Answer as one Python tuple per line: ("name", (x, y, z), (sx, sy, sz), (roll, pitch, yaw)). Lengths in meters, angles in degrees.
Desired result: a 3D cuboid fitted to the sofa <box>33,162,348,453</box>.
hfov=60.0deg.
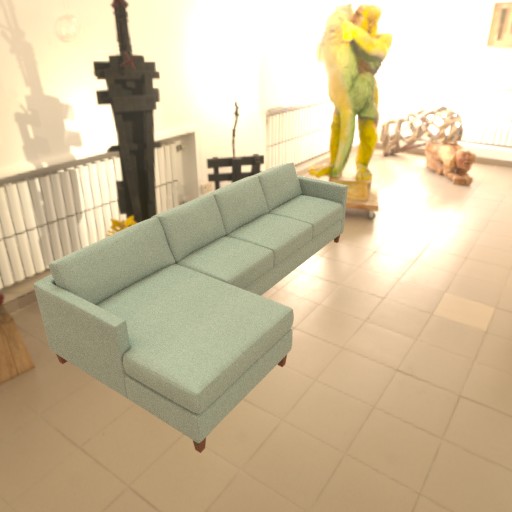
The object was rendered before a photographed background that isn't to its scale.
("sofa", (0.000, 0.000, 4.198), (1.600, 0.953, 3.470), (18, 32, 31))
